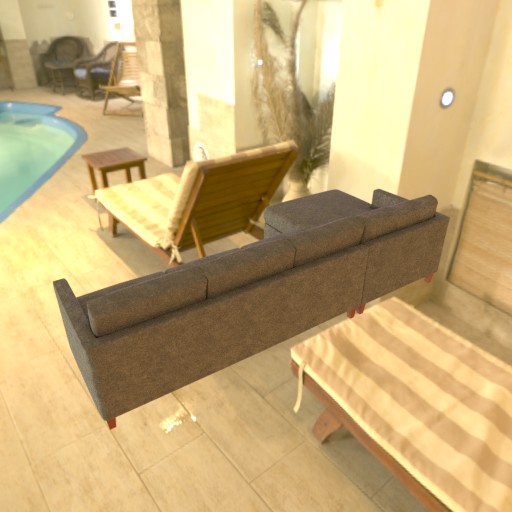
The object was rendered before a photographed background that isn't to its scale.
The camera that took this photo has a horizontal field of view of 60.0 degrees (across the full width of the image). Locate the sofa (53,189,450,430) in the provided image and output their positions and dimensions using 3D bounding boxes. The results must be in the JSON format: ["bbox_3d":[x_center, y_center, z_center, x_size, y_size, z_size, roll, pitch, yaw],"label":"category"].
[{"bbox_3d":[0.000,0.000,4.139,3.471,0.954,1.606,-18,34,-28],"label":"sofa"}]
